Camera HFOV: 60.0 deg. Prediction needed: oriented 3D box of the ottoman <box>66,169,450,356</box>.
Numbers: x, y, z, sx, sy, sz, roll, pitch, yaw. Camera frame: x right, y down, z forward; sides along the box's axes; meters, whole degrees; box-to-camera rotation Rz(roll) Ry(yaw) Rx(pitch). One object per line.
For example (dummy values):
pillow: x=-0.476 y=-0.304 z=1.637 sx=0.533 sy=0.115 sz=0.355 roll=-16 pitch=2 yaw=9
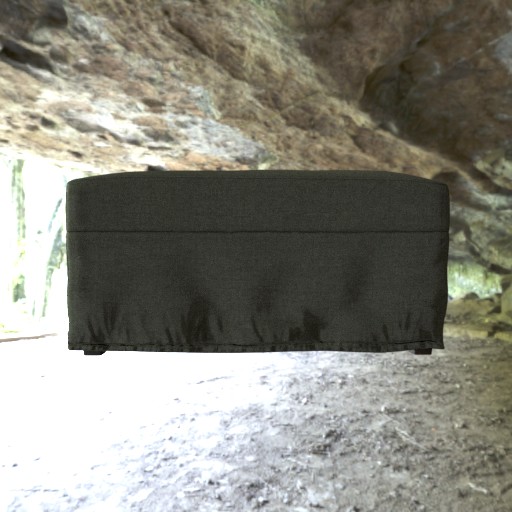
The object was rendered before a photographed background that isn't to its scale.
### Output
ottoman: x=0.000 y=0.000 z=1.341 sx=0.840 sy=0.436 sz=0.843 roll=0 pitch=0 yaw=-1
